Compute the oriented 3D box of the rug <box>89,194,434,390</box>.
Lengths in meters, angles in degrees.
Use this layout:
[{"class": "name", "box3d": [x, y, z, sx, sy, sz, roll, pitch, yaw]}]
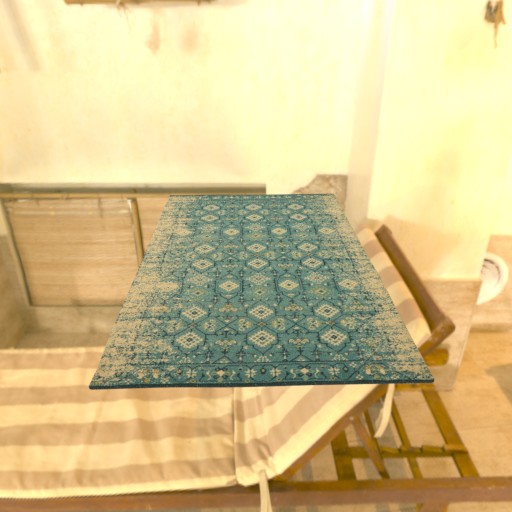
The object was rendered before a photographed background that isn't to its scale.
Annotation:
[{"class": "rug", "box3d": [0.000, 0.000, 3.015, 1.530, 0.015, 2.449, -1, 28, -1]}]
